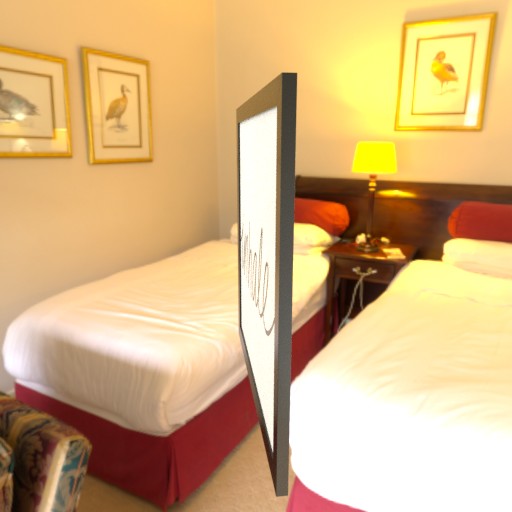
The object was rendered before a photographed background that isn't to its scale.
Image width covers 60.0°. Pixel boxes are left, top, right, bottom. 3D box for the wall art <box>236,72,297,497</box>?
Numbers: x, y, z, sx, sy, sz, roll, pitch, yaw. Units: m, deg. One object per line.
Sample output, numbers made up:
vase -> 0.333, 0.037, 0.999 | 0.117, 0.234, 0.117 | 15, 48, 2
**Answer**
wall art -> 0.000, 0.000, 0.657 | 0.014, 0.445, 0.446 | -2, 14, -7
